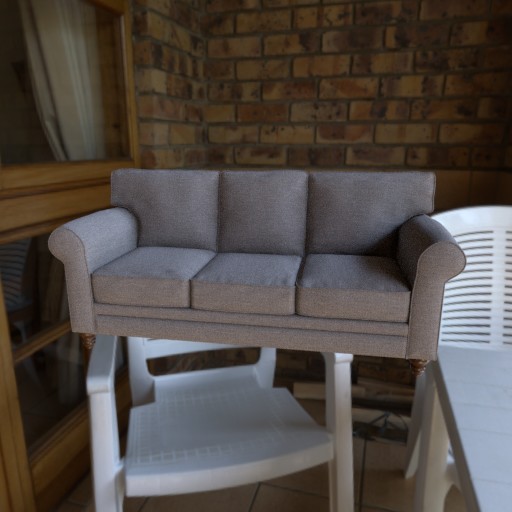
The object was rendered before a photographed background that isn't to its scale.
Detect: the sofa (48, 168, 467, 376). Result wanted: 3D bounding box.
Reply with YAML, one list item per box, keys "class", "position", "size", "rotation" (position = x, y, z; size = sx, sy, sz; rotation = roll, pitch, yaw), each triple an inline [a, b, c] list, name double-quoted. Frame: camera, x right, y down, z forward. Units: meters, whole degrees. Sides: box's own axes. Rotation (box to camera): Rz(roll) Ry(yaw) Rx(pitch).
- class: "sofa"
  position: [0.000, 0.000, 2.588]
  size: [2.084, 0.961, 0.916]
  rotation: [3, 15, 10]
